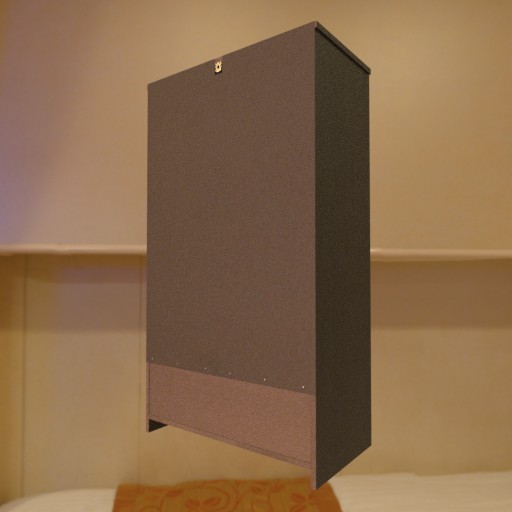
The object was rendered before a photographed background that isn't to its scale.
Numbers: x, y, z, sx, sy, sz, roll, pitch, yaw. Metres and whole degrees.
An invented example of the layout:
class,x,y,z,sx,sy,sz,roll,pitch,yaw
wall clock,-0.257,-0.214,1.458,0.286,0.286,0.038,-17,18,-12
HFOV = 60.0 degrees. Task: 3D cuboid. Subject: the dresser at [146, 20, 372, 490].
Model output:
class,x,y,z,sx,sy,sz,roll,pitch,yaw
dresser,0.000,0.000,1.548,0.704,1.255,0.399,-1,-2,37
